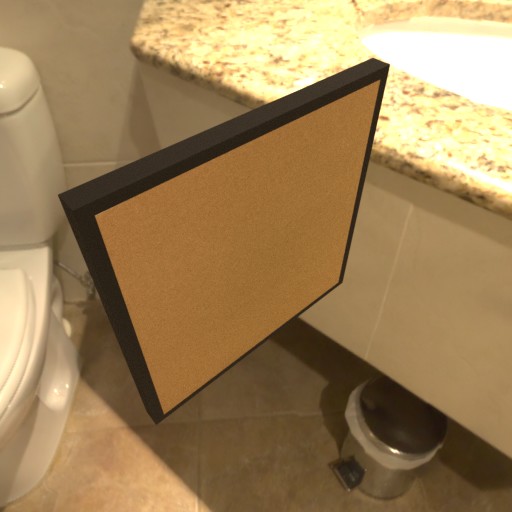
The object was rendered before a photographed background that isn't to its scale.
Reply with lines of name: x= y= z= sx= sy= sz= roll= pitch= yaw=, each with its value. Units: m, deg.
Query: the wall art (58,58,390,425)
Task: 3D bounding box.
wall art: x=0.000 y=0.000 z=0.741 sx=0.508 sy=0.507 sz=0.033 roll=-33 pitch=54 yaw=-27
